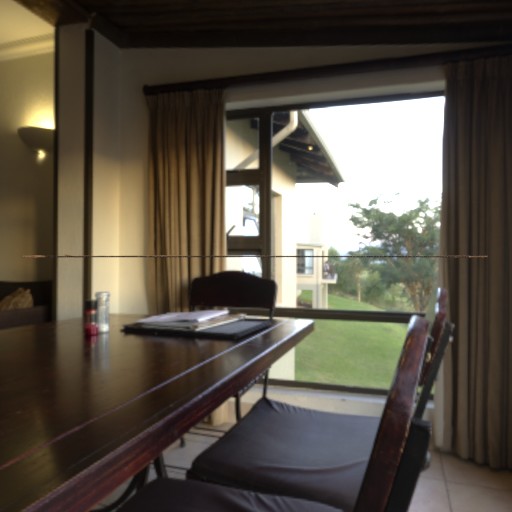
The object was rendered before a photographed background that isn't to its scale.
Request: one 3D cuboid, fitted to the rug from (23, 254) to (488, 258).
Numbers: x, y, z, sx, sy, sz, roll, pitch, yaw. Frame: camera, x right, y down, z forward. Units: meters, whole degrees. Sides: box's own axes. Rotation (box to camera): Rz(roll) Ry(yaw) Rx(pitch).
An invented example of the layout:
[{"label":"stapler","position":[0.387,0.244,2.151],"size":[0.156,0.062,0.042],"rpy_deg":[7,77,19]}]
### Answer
[{"label":"rug","position":[0.000,0.000,1.904],"size":[1.541,0.013,0.920],"rpy_deg":[0,0,0]}]
